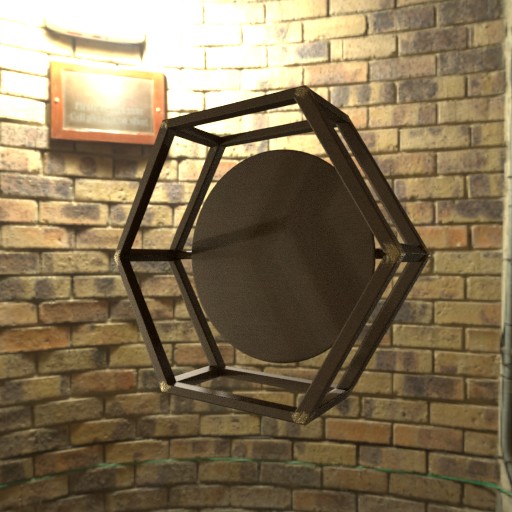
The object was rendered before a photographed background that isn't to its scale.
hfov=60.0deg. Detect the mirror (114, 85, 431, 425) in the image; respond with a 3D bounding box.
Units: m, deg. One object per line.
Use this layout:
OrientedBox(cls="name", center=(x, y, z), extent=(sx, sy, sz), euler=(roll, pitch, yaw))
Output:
OrientedBox(cls="mirror", center=(0.000, 0.000, 0.536), extent=(0.380, 0.334, 0.119), euler=(0, -1, 34))
